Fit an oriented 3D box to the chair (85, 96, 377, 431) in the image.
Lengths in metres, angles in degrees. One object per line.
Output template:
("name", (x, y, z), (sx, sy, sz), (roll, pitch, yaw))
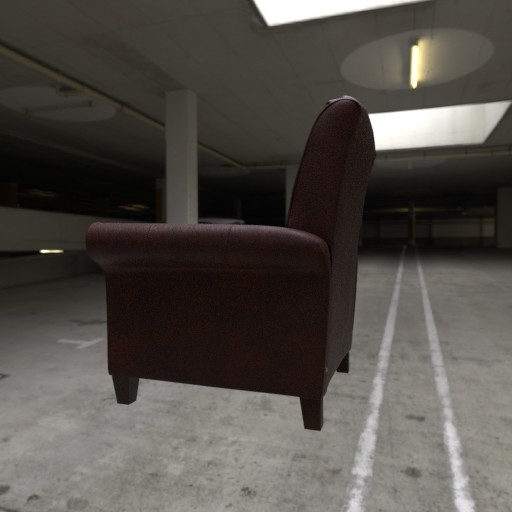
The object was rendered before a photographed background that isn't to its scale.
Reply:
("chair", (0.000, 0.000, 1.794), (0.902, 1.061, 0.978), (0, 1, 19))
